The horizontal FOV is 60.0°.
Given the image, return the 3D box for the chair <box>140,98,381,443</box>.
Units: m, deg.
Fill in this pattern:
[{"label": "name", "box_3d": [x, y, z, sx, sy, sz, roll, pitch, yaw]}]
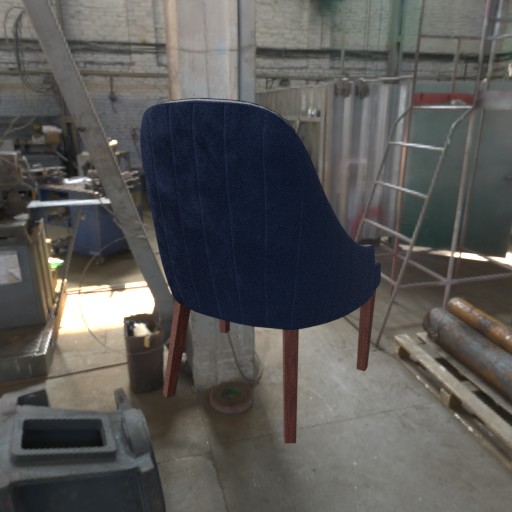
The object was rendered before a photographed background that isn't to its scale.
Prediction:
[{"label": "chair", "box_3d": [0.000, 0.000, 1.340, 0.643, 0.889, 0.575, 10, 21, 27]}]
